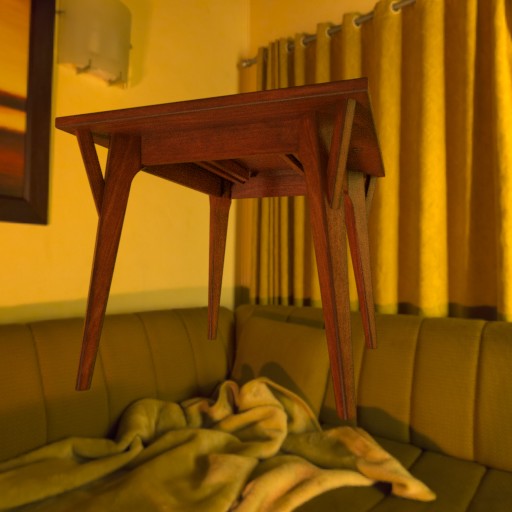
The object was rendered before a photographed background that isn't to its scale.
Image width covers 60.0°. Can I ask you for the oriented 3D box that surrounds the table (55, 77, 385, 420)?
[{"bbox_3d":[0.000,0.000,1.551,0.838,0.761,0.991,0,-1,18],"label":"table"}]
